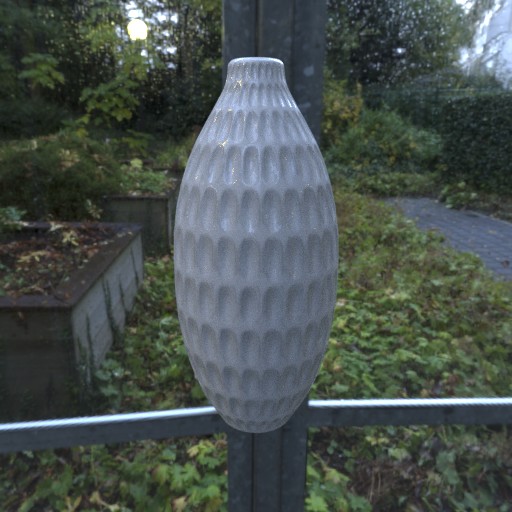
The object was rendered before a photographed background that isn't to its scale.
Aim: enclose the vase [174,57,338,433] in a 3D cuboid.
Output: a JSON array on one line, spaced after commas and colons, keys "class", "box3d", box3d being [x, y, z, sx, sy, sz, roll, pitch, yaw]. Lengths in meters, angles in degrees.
[{"class": "vase", "box3d": [0.000, 0.000, 0.347, 0.127, 0.282, 0.127, 0, 16, 0]}]
